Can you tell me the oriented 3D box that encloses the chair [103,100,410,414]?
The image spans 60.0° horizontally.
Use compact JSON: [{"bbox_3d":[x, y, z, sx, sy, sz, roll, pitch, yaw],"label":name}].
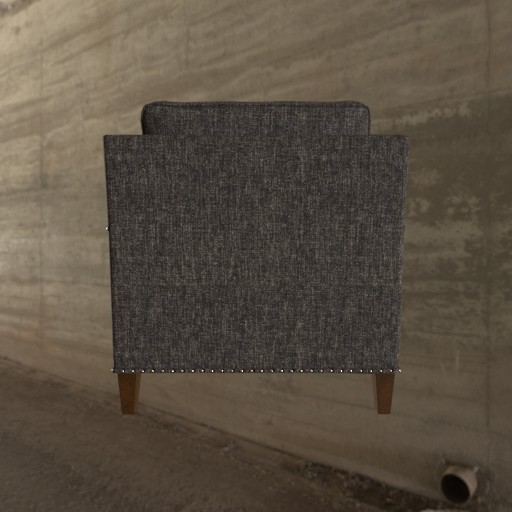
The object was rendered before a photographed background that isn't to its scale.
[{"bbox_3d":[0.000,0.000,1.709,0.853,0.943,1.014,0,0,0],"label":"chair"}]
